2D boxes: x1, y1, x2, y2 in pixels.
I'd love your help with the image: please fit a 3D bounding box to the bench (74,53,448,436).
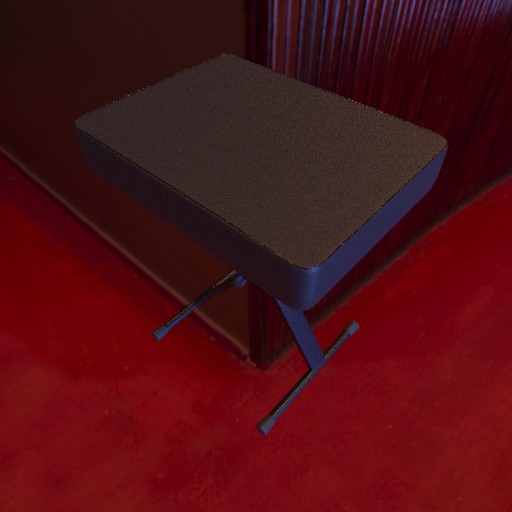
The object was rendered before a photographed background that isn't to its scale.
[{"bbox_3d":[0.000,0.000,0.785,0.424,0.500,0.321,33,55,27],"label":"bench"}]
